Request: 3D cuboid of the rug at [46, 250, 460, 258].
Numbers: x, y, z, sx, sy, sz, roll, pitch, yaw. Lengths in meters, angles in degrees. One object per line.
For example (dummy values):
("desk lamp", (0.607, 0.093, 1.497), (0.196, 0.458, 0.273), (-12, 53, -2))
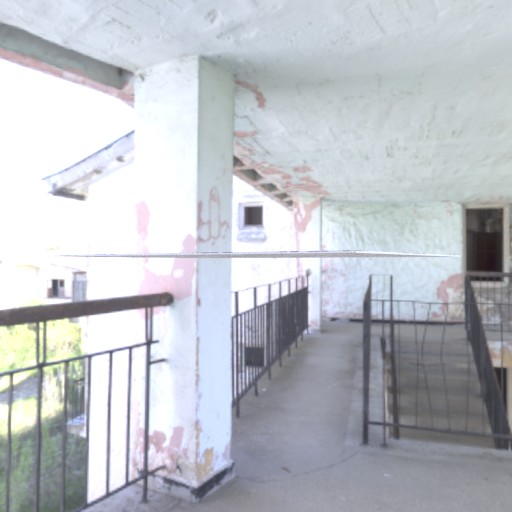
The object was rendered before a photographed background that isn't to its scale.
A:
("rug", (0.000, 0.000, 4.139), (3.040, 0.014, 2.423), (-1, -1, 36))
